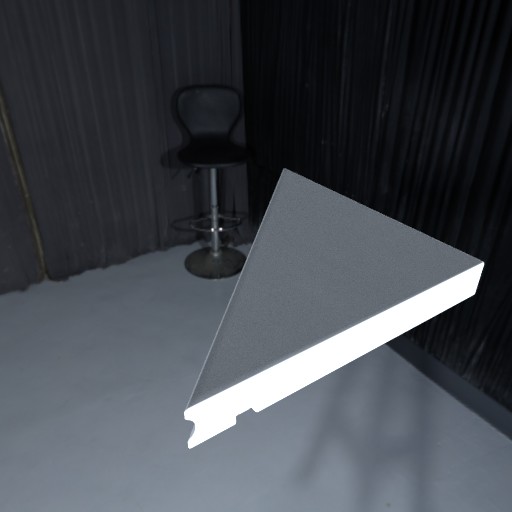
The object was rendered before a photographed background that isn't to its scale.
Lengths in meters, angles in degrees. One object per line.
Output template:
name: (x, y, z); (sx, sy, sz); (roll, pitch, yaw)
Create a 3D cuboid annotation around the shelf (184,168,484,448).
shelf: (0.000, 0.000, 0.439); (0.296, 0.035, 0.296); (-19, 36, -29)
